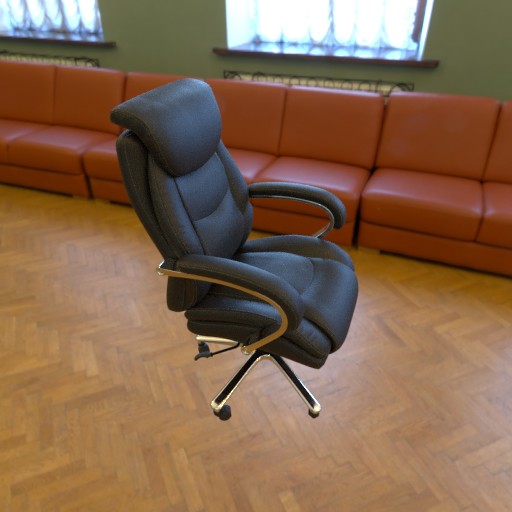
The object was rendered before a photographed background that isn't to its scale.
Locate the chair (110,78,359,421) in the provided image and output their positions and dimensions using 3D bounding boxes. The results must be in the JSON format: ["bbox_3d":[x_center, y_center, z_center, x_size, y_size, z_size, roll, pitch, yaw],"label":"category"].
[{"bbox_3d":[0.000,0.000,1.712,0.790,1.183,0.755,11,34,17],"label":"chair"}]
